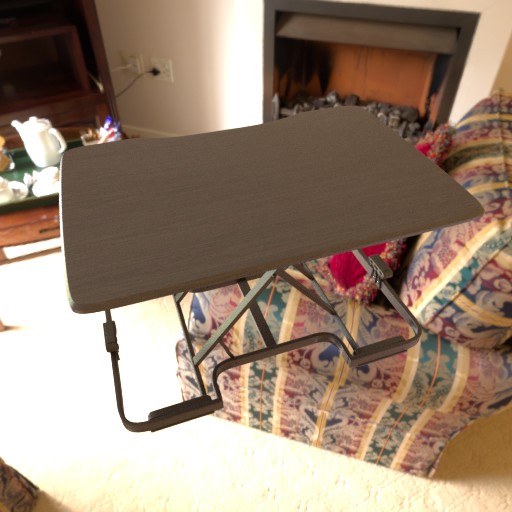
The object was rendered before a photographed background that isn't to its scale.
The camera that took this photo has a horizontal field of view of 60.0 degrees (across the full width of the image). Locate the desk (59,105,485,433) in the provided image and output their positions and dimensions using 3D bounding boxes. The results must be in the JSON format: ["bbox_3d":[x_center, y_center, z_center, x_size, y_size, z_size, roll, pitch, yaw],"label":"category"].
[{"bbox_3d":[0.000,0.000,1.126,0.820,0.470,0.546,-13,44,-14],"label":"desk"}]
